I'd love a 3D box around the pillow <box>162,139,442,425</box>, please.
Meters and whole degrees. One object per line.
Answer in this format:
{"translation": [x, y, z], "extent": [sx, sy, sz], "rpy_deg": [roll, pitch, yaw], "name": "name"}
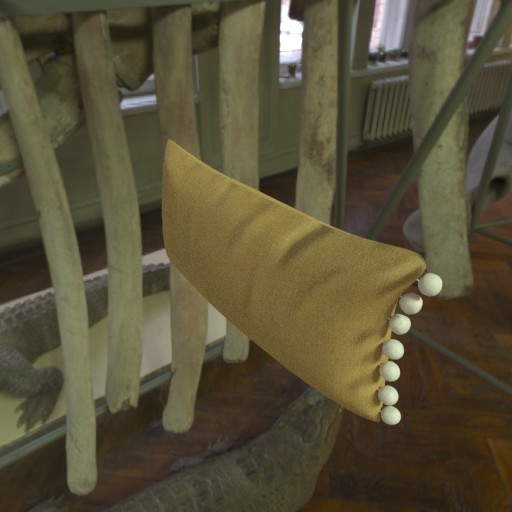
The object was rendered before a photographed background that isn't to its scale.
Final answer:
{"translation": [0.000, 0.000, 0.843], "extent": [0.201, 0.322, 0.709], "rpy_deg": [-22, 38, -31], "name": "pillow"}
